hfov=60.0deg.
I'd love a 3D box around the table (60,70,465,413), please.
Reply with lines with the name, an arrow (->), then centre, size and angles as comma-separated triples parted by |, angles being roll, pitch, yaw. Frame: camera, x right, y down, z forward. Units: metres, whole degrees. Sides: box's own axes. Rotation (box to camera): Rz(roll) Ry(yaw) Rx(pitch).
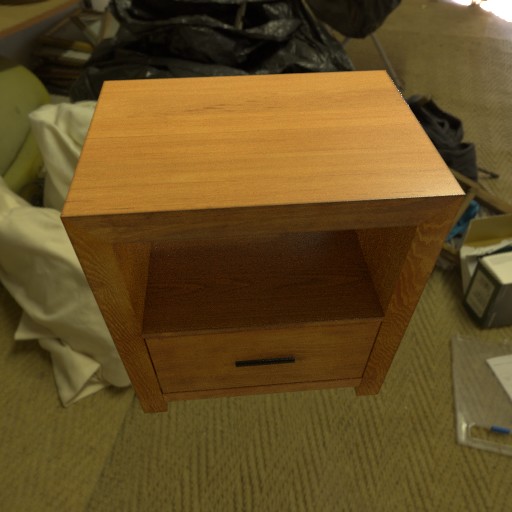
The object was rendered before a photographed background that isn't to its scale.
table -> 0.000, 0.000, 0.948 | 0.550, 0.605, 0.400 | -4, 47, -3
